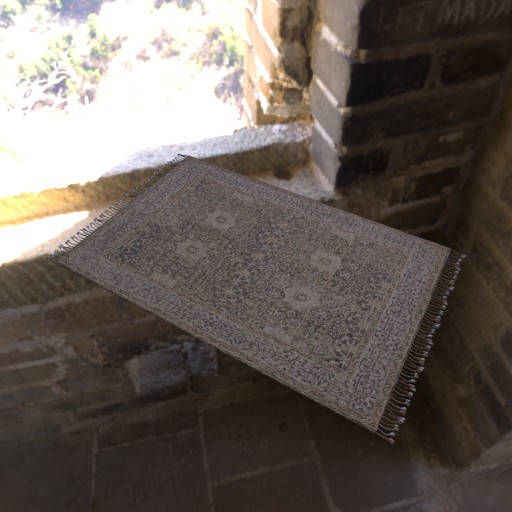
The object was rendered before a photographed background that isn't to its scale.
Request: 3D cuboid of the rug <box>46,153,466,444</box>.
[{"bbox_3d":[0.000,0.000,2.493,2.029,0.010,1.237,23,50,21],"label":"rug"}]
